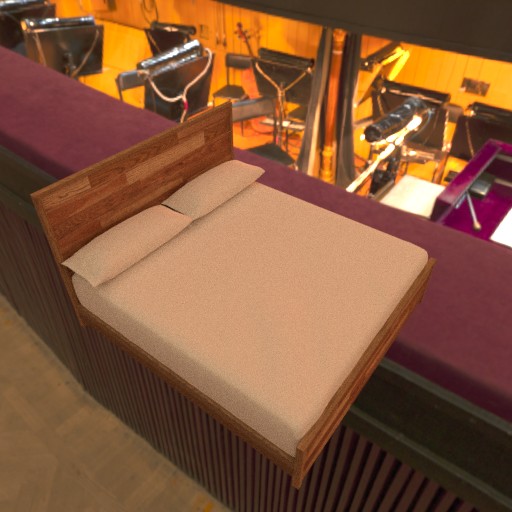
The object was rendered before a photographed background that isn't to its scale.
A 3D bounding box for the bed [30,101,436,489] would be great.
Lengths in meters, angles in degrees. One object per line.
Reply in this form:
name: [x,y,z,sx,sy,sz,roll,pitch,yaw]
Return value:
bed: [0.000,0.000,3.423,2.184,1.295,2.013,26,47,27]
